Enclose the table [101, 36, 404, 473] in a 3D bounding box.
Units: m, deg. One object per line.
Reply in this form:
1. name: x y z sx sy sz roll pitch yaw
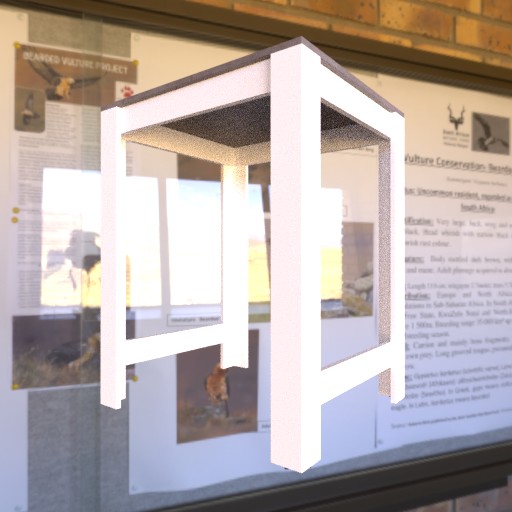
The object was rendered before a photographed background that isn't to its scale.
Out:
1. table: 0.000 0.000 1.549 0.800 1.020 0.700 0 0 37
